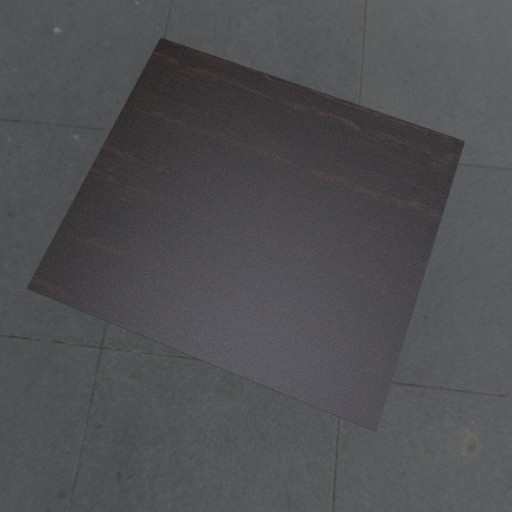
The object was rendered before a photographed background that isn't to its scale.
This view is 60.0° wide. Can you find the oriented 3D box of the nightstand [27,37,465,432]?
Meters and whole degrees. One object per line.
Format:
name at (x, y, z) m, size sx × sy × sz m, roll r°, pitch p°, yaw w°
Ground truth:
nightstand at (0.000, 0.000, 0.853) m, size 0.489 × 0.487 × 0.427 m, roll 21°, pitch 76°, yaw 5°
